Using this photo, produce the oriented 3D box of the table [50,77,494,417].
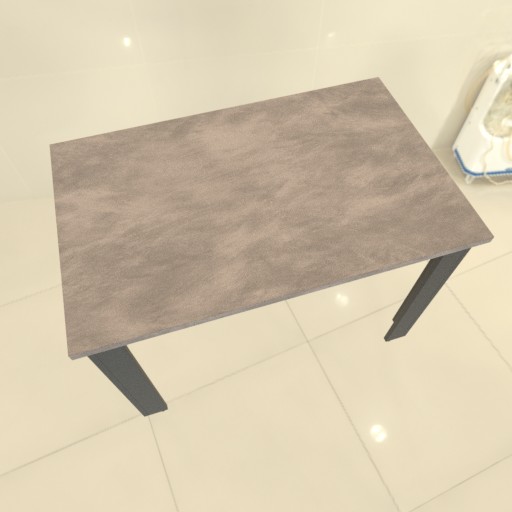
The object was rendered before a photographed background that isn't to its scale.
[{"bbox_3d":[0.000,0.000,1.569,1.100,0.734,0.700,-15,59,-9],"label":"table"}]
